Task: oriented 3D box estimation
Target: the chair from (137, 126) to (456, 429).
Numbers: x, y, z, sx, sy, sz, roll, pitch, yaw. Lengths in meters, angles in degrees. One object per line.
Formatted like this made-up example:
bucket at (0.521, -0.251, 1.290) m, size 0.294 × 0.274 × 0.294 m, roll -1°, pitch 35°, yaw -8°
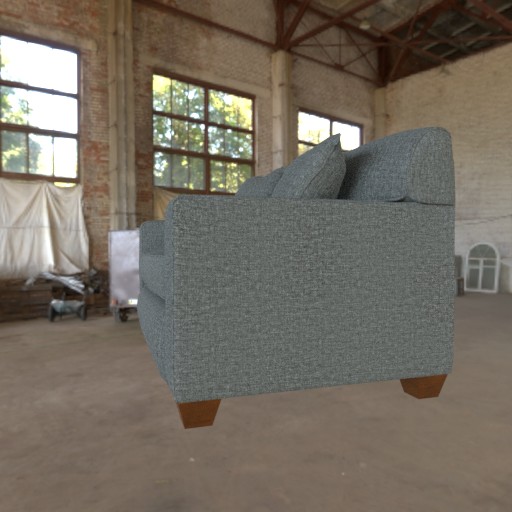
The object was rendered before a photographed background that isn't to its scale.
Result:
chair at (0.000, 0.000, 1.985) m, size 1.000 × 0.948 × 1.383 m, roll 0°, pitch 1°, yaw -18°
